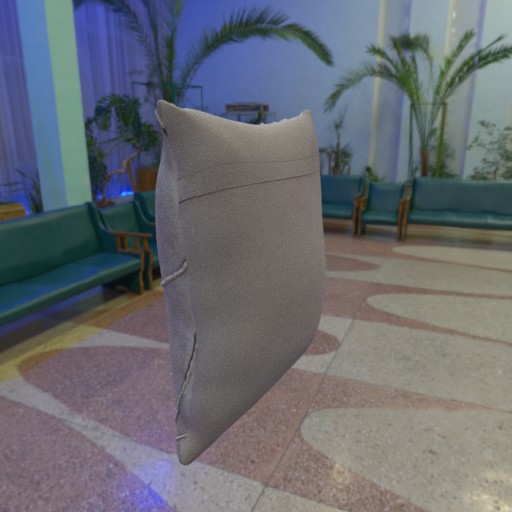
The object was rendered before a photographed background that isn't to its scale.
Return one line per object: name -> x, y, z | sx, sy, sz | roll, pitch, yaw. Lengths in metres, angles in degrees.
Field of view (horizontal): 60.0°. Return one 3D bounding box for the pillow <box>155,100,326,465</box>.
pillow -> 0.000, 0.000, 0.677 | 0.185, 0.440, 0.439 | 8, 18, 25
